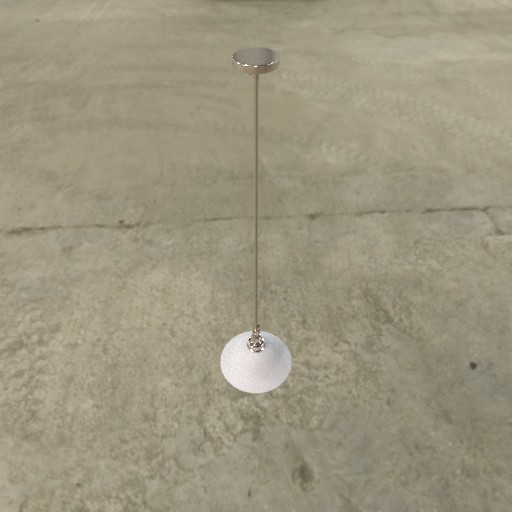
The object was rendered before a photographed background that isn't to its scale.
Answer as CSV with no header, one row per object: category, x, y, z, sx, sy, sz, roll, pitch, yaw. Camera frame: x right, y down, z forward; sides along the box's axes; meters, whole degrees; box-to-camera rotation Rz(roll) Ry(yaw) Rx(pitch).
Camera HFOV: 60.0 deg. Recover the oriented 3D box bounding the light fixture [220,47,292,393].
light fixture,0.000,0.000,1.537,0.324,1.354,0.324,17,48,16
